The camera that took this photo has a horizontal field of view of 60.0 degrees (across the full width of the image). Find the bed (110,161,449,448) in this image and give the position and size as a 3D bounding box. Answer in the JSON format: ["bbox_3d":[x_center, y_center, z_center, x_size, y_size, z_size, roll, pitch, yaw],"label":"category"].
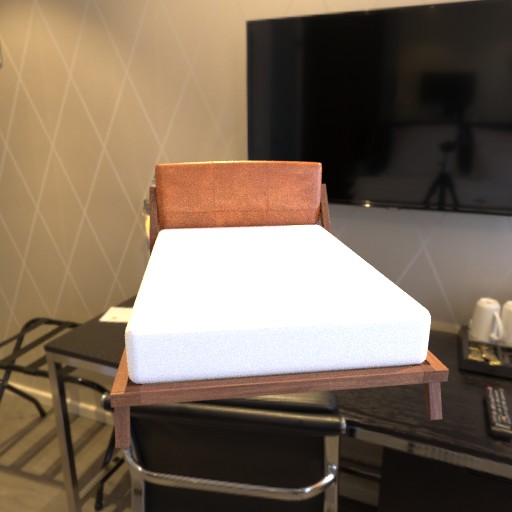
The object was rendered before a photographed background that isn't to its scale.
[{"bbox_3d":[0.000,0.000,3.142,1.651,1.168,2.311,-2,16,-7],"label":"bed"}]
